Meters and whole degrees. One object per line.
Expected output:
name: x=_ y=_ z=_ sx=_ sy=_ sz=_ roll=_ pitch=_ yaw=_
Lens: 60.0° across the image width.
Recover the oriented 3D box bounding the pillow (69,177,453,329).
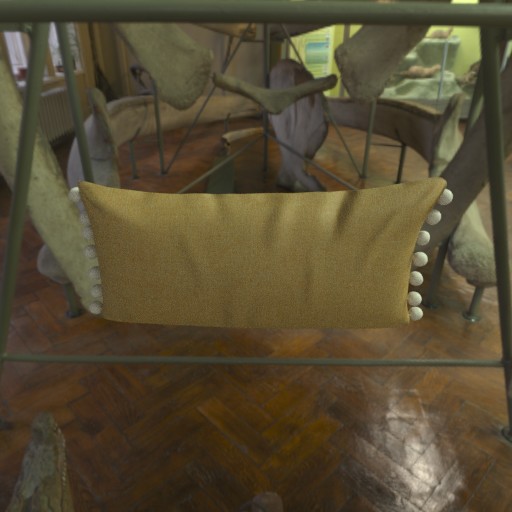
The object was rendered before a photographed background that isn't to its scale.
pillow: x=0.000 y=0.000 z=0.857 sx=0.709 sy=0.322 sz=0.201 roll=1 pitch=29 yaw=2
